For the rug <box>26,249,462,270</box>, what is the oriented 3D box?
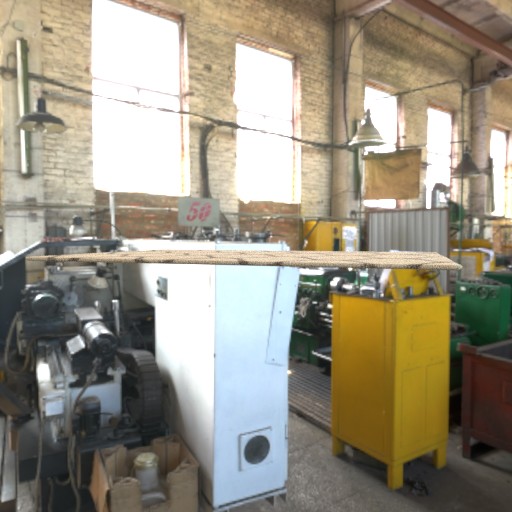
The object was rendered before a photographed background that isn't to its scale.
[{"bbox_3d":[0.000,0.000,3.408,2.701,0.026,1.801,1,3,19],"label":"rug"}]
